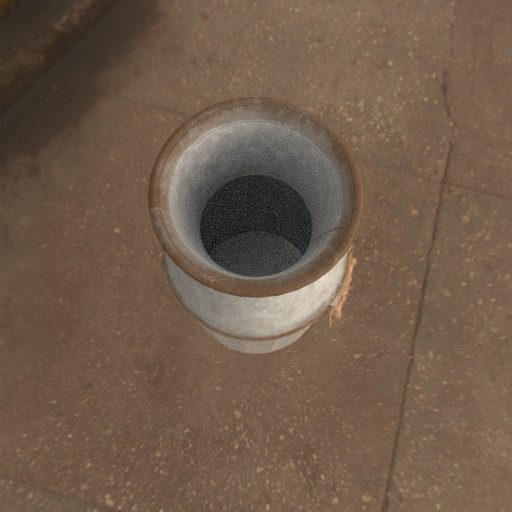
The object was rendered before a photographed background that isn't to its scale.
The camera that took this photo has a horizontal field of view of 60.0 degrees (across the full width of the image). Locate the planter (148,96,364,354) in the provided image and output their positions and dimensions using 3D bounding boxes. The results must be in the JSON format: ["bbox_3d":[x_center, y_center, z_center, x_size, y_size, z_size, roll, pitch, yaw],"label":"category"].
[{"bbox_3d":[0.000,0.000,0.538,0.245,0.396,0.214,18,75,5],"label":"planter"}]
